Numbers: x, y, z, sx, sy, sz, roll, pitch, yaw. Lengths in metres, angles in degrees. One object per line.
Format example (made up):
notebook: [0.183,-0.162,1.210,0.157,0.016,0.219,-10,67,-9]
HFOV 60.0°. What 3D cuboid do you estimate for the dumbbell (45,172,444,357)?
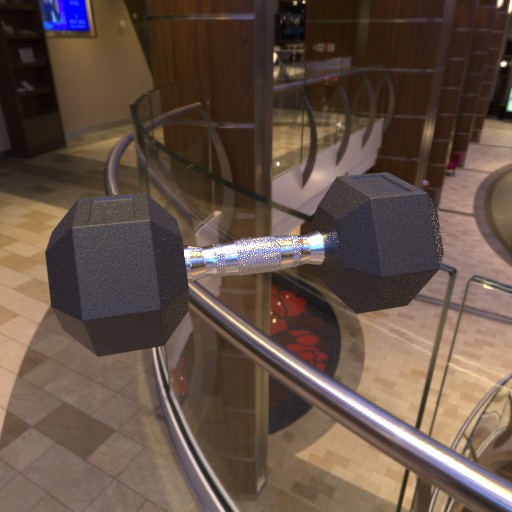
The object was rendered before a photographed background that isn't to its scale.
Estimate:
dumbbell: [0.000,0.000,0.426,0.356,0.123,0.141,-7,27,-14]
